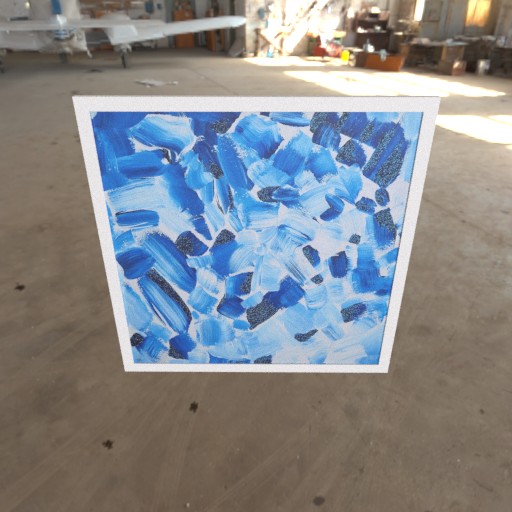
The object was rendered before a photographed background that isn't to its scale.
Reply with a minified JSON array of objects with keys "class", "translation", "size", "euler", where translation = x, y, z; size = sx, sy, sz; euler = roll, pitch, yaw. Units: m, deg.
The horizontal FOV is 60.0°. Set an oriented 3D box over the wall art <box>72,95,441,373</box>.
[{"class":"wall art","translation":[0.000,0.000,0.961],"size":[0.660,0.660,0.015],"euler":[0,29,0]}]
